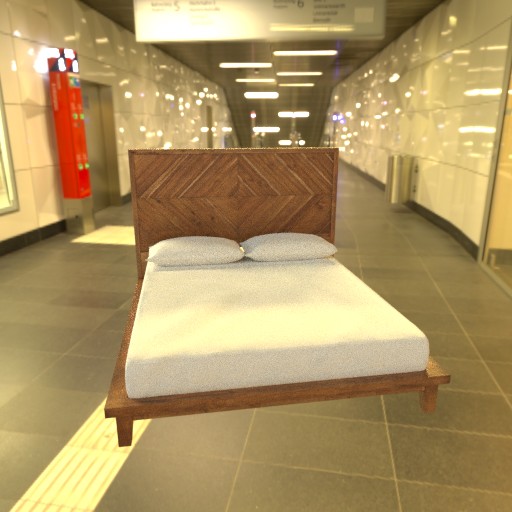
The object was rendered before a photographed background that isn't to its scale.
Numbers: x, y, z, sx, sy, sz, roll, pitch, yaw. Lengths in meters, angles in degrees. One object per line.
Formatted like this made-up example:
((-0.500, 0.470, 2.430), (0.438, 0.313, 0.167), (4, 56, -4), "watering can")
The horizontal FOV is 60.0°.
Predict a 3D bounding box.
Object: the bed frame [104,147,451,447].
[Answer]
((0.000, 0.000, 3.462), (2.038, 1.537, 2.235), (-3, 16, -9), "bed frame")
